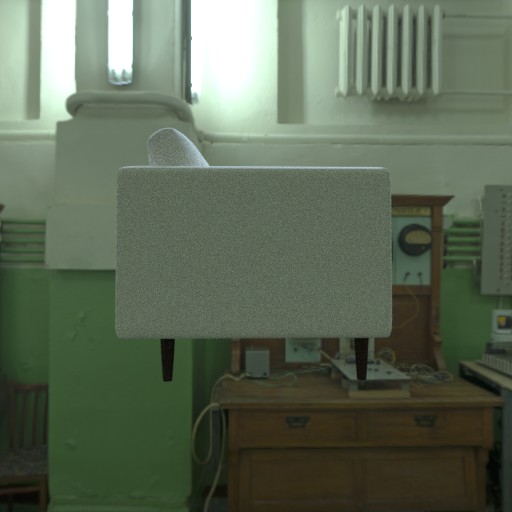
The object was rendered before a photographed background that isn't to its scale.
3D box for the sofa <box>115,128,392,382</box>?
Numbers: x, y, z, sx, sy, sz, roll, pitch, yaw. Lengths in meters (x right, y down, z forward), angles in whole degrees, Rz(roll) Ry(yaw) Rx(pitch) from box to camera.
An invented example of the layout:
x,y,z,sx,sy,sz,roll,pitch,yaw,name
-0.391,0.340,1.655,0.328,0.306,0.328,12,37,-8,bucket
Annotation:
x,y,z,sx,sy,sz,roll,pitch,yaw,name
0.000,0.000,2.251,0.940,0.893,1.713,0,-1,-1,sofa
